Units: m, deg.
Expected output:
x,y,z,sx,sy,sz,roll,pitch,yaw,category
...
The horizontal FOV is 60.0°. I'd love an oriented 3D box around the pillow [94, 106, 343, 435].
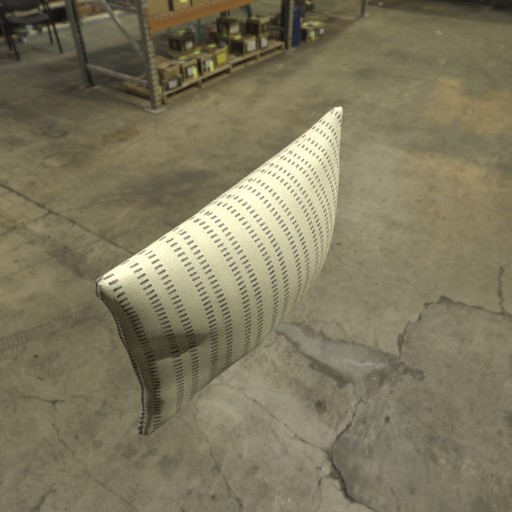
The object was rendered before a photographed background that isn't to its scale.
x,y,z,sx,sy,sz,roll,pitch,yaw,category
0.000,0.000,0.815,0.210,0.353,0.640,24,46,25,pillow
